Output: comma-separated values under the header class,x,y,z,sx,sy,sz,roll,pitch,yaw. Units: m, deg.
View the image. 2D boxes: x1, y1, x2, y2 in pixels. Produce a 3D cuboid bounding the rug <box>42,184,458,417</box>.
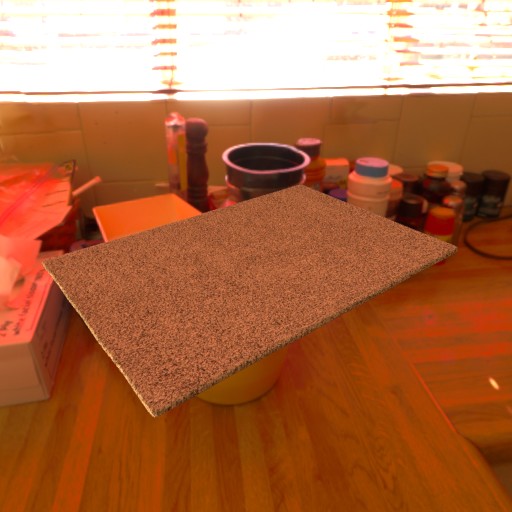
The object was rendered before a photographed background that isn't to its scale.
class,x,y,z,sx,sy,sz,roll,pitch,yaw
rug,0.000,0.000,2.283,1.778,0.030,1.219,-21,36,-33
